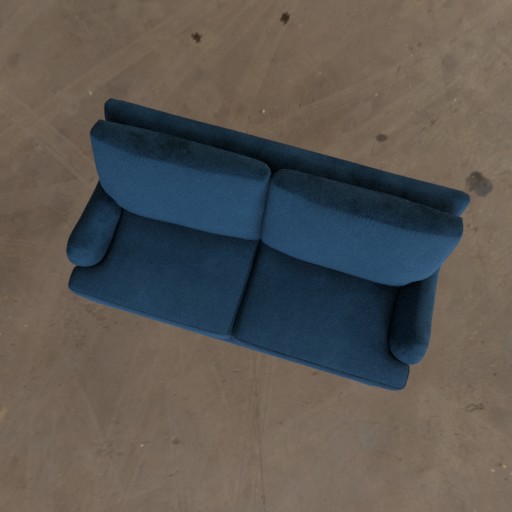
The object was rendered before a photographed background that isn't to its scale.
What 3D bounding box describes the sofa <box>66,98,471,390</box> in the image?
[{"bbox_3d":[0.000,0.000,2.718,2.141,1.101,1.084,16,76,4],"label":"sofa"}]
